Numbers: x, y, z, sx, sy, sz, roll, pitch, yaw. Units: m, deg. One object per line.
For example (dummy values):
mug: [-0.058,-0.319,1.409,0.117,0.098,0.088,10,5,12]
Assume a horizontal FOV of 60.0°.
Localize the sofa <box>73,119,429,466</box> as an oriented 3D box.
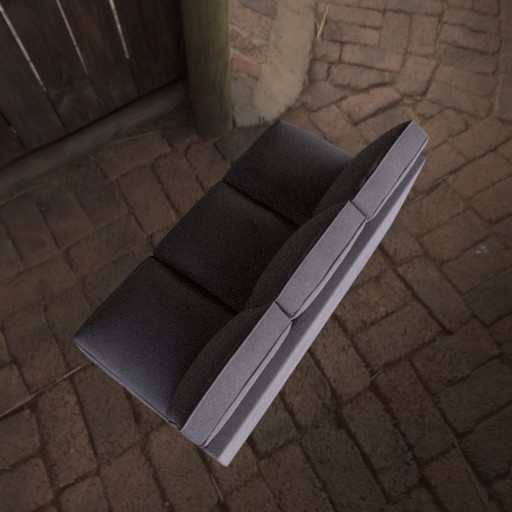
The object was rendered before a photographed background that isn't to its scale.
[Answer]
sofa: [0.000,0.000,2.539,1.027,0.973,1.962,32,67,16]
